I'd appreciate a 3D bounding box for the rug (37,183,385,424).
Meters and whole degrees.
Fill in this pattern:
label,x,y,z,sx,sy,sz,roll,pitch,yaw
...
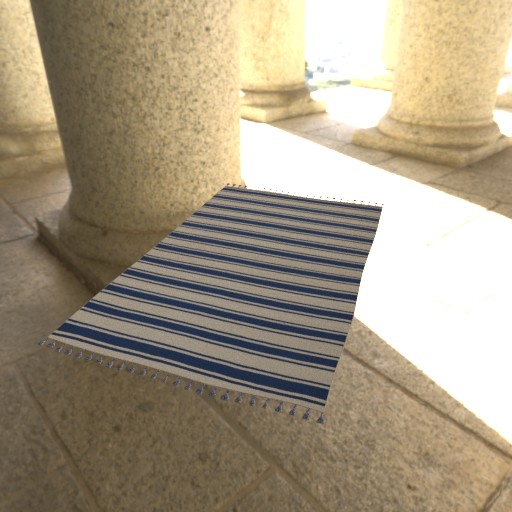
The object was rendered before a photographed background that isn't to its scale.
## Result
label,x,y,z,sx,sy,sz,roll,pitch,yaw
rug,0.000,0.000,2.566,1.248,0.009,2.108,10,31,17
